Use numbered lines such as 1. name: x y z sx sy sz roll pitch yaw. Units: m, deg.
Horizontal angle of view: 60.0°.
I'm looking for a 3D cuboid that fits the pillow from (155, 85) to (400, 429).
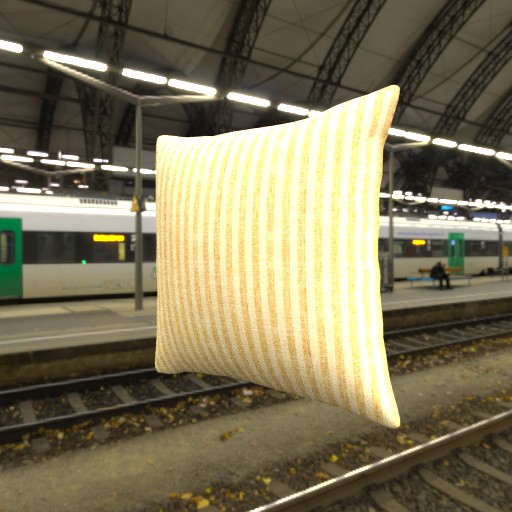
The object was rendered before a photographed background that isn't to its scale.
1. pillow: 0.000 0.000 0.645 0.419 0.407 0.173 0 1 35
